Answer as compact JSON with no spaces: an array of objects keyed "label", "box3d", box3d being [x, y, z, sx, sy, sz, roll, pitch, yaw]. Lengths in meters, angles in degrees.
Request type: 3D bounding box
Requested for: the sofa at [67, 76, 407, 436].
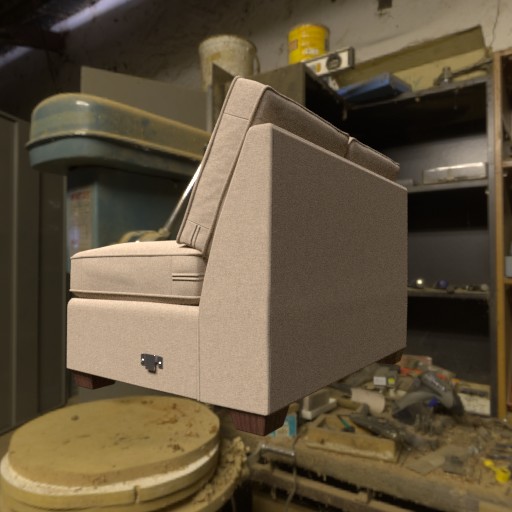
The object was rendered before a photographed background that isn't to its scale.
[{"label":"sofa","box3d":[0.000,0.000,1.926,0.951,1.008,1.237,-1,-2,35]}]
